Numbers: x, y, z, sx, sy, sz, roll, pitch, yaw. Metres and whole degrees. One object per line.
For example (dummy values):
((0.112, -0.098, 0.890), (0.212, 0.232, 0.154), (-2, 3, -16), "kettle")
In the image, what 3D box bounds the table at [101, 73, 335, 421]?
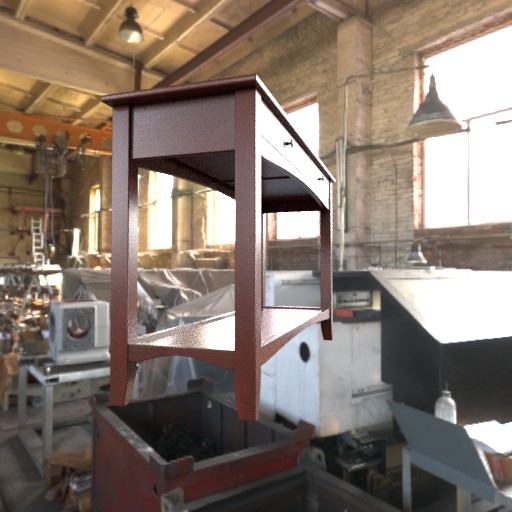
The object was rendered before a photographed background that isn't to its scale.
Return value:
((0.000, 0.000, 1.549), (0.392, 0.739, 1.188), (-1, -2, 18), "table")
